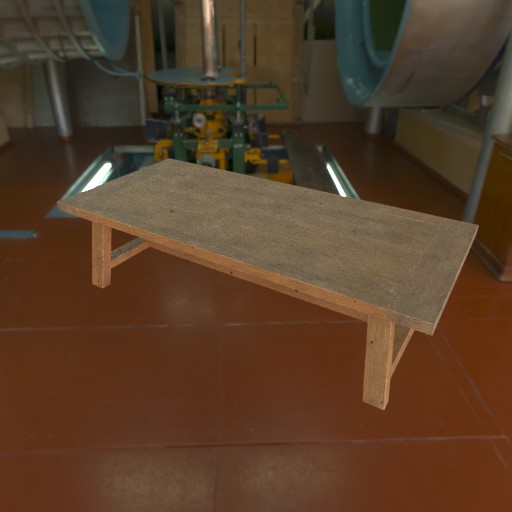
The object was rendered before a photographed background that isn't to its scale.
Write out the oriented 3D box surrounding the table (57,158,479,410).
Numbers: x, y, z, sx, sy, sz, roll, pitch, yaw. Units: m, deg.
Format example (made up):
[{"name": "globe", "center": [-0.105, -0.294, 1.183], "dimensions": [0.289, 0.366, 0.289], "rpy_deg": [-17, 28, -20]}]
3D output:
[{"name": "table", "center": [0.000, 0.000, 2.180], "dimensions": [1.800, 0.465, 0.820], "rpy_deg": [17, 34, 27]}]
